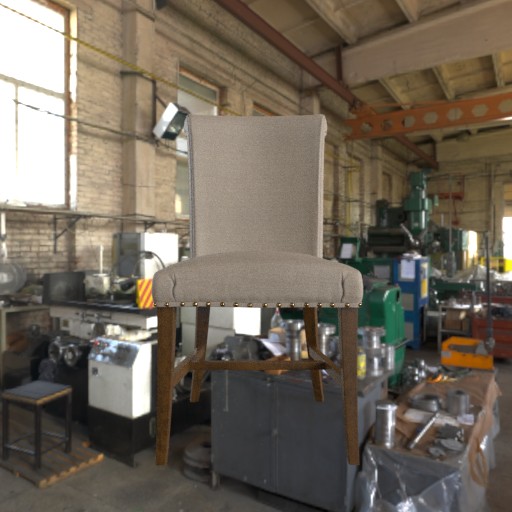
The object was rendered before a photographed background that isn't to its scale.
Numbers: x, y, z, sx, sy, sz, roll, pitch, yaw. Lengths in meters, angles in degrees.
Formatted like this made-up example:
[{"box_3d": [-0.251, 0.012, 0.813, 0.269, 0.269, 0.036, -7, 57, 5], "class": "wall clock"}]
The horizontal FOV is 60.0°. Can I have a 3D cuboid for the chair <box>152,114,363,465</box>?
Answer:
[{"box_3d": [0.000, 0.000, 1.327, 0.513, 0.988, 0.608, 0, 0, 0], "class": "chair"}]
